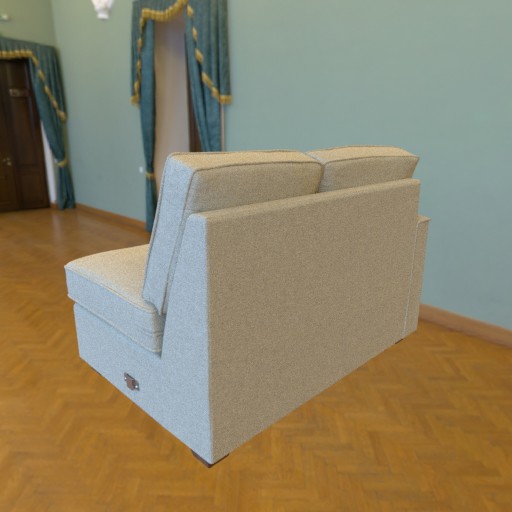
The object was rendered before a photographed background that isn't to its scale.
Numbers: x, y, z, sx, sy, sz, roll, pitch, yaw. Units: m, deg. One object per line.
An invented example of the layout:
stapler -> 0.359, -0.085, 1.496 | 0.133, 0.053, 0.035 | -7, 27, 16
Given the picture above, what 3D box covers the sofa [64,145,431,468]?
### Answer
sofa -> 0.000, 0.000, 2.010 | 1.388, 0.989, 0.991 | -16, 22, -43
